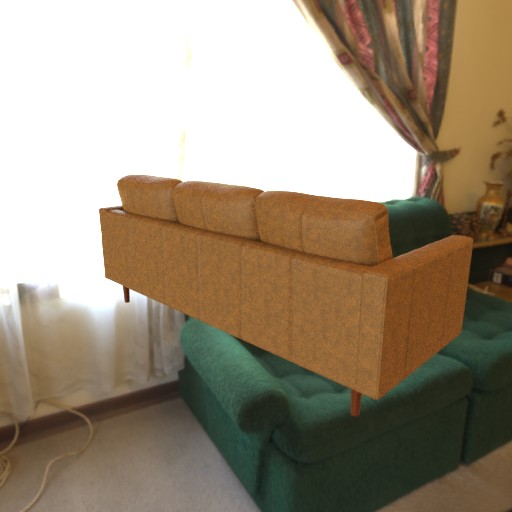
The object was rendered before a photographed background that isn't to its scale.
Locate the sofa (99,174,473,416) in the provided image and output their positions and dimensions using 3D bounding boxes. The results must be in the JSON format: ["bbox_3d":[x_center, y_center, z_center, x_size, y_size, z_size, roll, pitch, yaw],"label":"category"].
[{"bbox_3d":[0.000,0.000,2.729,2.231,0.930,0.903,14,21,43],"label":"sofa"}]
